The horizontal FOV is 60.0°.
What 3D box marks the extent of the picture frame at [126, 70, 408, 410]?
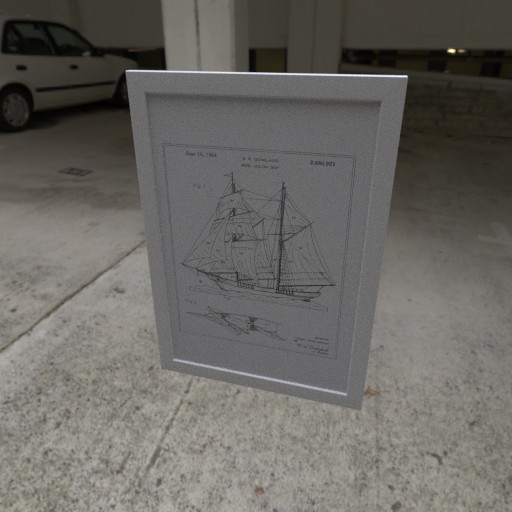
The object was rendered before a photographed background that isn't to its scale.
[{"bbox_3d":[0.000,0.000,0.697,0.381,0.534,0.012,7,27,15],"label":"picture frame"}]
